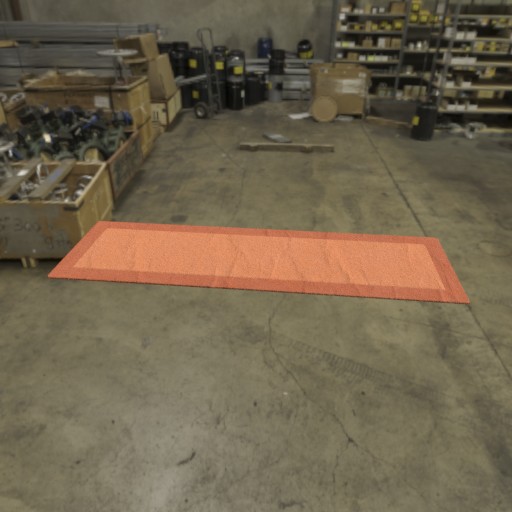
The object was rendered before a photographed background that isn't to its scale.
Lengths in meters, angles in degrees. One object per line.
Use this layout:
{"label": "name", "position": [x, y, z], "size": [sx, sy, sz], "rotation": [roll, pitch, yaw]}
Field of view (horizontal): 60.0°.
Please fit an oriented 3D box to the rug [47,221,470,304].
{"label": "rug", "position": [0.000, 0.000, 2.840], "size": [2.471, 0.013, 0.914], "rotation": [1, 31, 2]}
